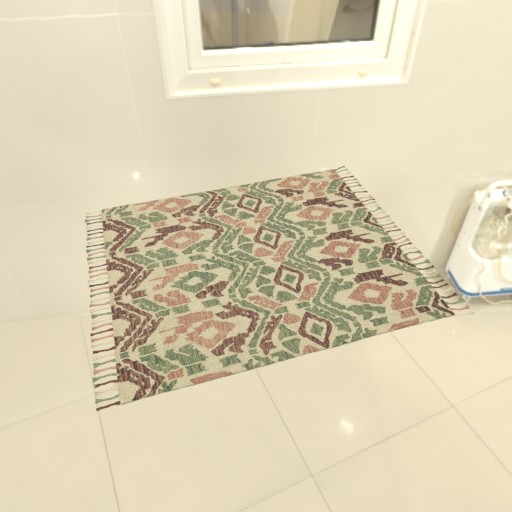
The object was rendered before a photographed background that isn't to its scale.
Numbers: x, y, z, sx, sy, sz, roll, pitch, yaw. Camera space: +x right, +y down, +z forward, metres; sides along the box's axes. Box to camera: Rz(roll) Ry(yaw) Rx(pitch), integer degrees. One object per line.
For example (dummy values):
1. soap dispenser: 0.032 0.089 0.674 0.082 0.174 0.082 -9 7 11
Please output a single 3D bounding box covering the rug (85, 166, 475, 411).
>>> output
1. rug: 0.000 0.000 4.175 3.048 0.010 2.438 -12 44 -13
